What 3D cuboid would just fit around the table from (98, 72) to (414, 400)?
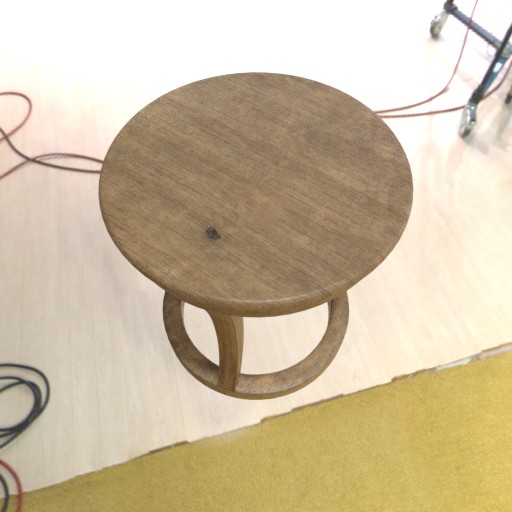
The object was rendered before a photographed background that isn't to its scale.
[{"bbox_3d":[0.000,0.000,0.805,0.432,0.460,0.432,0,57,0],"label":"table"}]
